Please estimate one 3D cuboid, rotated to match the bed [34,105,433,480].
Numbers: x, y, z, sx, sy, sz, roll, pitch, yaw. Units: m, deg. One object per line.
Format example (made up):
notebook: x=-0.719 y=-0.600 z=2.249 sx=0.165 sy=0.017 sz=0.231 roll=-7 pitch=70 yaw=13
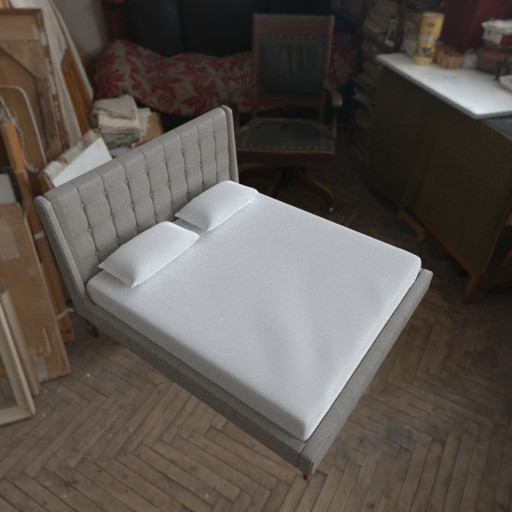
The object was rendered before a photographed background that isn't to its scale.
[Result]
bed: x=0.000 y=0.000 z=3.561 sx=2.342 sy=1.289 sz=2.062 roll=25 pitch=47 yaw=27
